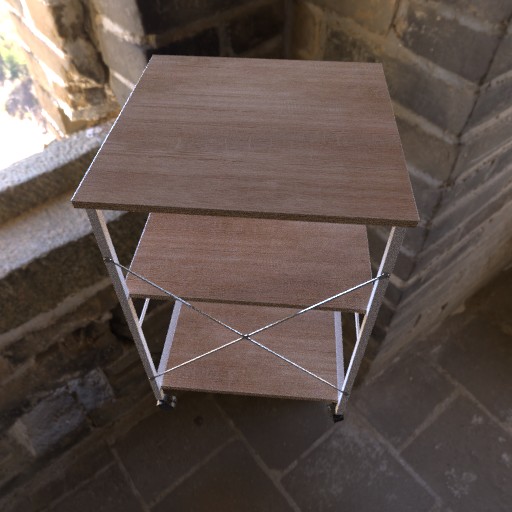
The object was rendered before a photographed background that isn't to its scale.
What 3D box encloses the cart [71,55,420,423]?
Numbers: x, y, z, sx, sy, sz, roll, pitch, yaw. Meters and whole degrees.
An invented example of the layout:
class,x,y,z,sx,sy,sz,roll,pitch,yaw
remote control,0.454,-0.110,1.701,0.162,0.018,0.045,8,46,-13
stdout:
class,x,y,z,sx,sy,sz,roll,pitch,yaw
cart,0.000,0.000,1.113,0.521,0.762,0.520,4,47,3
